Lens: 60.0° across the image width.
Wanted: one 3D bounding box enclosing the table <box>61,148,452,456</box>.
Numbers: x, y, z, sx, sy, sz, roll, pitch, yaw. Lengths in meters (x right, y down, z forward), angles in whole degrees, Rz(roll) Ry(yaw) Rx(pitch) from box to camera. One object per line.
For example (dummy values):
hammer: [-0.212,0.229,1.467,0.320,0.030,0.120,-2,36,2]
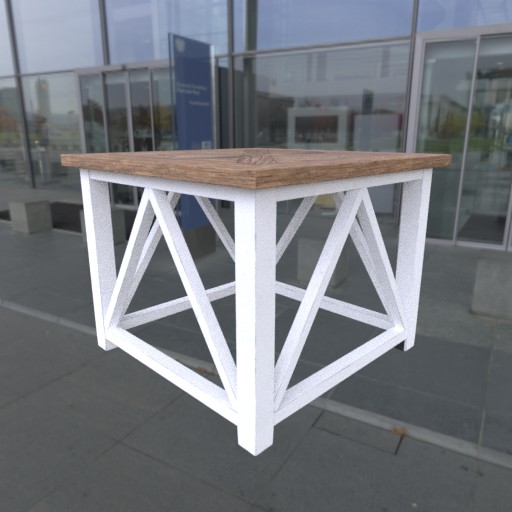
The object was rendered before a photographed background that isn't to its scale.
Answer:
table: [0.000,0.000,1.190,0.700,0.532,0.700,-15,21,-43]
